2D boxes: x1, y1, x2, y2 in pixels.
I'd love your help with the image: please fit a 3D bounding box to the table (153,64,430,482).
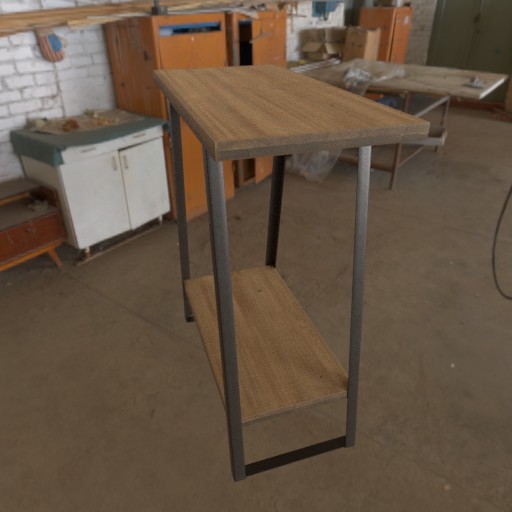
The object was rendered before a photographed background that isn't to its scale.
[{"bbox_3d":[0.000,0.000,0.980,0.300,0.701,0.599,-9,32,-16],"label":"table"}]
